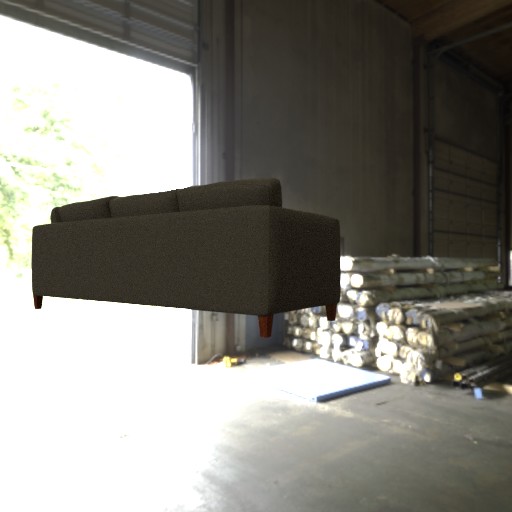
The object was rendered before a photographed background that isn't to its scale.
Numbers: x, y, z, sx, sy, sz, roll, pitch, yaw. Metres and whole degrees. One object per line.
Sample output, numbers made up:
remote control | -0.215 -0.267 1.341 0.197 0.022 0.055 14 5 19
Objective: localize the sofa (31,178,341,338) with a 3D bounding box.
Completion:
sofa | 0.000 0.000 4.489 2.593 0.947 3.302 0 -1 36
